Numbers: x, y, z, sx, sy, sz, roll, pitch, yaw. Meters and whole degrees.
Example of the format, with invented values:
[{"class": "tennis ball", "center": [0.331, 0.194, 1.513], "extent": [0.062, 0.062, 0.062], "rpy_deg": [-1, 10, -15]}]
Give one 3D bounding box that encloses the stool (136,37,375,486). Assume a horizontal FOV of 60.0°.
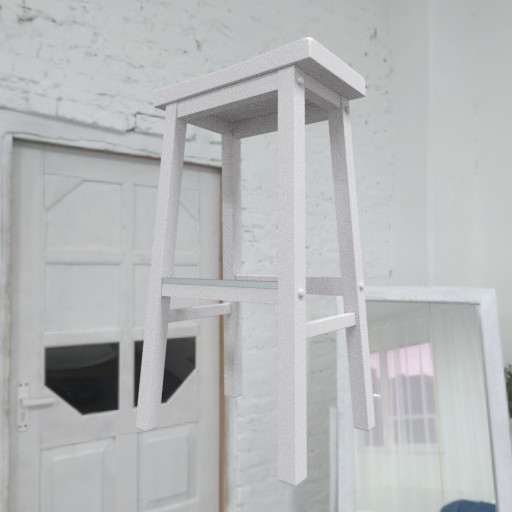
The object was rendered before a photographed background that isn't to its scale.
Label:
[{"class": "stool", "center": [0.000, 0.000, 0.960], "extent": [0.406, 0.742, 0.322], "rpy_deg": [0, -1, 37]}]
